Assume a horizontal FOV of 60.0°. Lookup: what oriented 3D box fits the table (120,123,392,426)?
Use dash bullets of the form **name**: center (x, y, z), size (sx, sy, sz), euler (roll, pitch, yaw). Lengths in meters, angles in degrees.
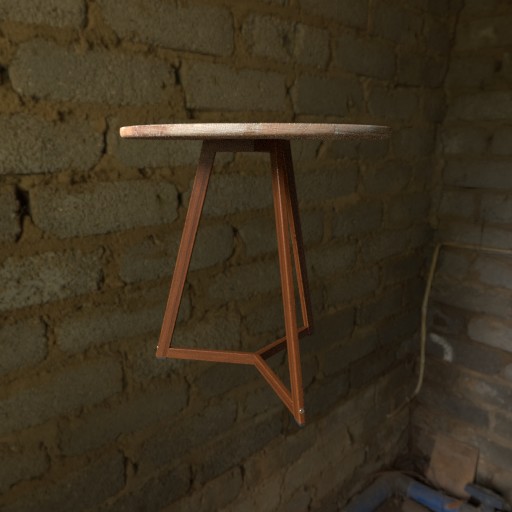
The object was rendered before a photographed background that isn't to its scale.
- **table**: center (0.000, 0.000, 0.909), size (0.500, 0.500, 0.500), euler (0, 14, 0)
